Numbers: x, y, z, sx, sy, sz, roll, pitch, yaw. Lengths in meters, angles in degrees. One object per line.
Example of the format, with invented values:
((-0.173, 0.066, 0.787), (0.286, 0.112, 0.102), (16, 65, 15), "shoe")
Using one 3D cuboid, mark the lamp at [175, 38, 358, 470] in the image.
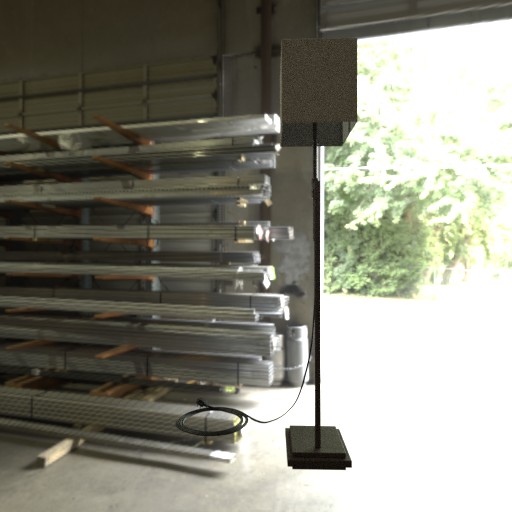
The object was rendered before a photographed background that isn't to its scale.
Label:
((0.000, 0.000, 1.986), (0.774, 1.600, 0.698), (0, -1, 2), "lamp")
